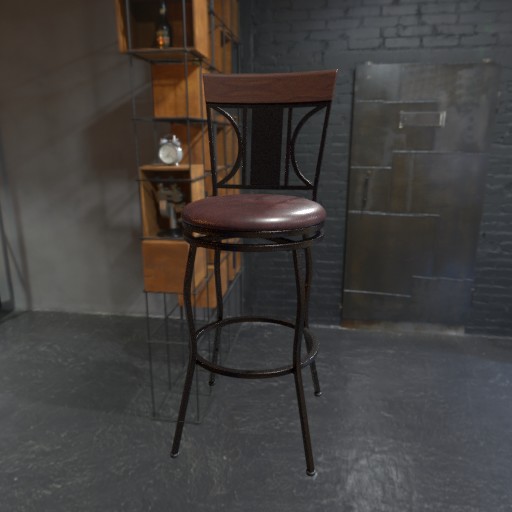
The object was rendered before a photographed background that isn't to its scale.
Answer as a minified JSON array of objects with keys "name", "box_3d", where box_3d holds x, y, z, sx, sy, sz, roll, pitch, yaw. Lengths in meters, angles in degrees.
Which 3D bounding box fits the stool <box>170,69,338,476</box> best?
[{"name":"stool","box_3d":[0.000,0.000,1.379,0.448,1.130,0.513,3,15,10]}]
